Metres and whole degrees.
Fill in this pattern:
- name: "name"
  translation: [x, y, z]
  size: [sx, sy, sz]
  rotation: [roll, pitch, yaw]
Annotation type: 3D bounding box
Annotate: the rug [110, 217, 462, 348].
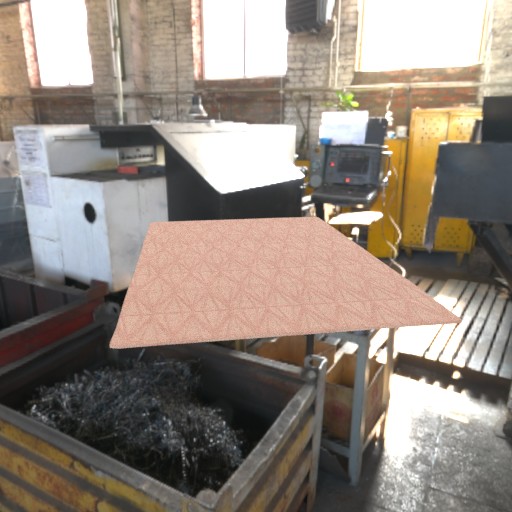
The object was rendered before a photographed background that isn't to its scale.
- name: "rug"
  translation: [0.000, 0.000, 3.071]
  size: [1.609, 0.015, 2.390]
  rotation: [-3, 17, -9]
